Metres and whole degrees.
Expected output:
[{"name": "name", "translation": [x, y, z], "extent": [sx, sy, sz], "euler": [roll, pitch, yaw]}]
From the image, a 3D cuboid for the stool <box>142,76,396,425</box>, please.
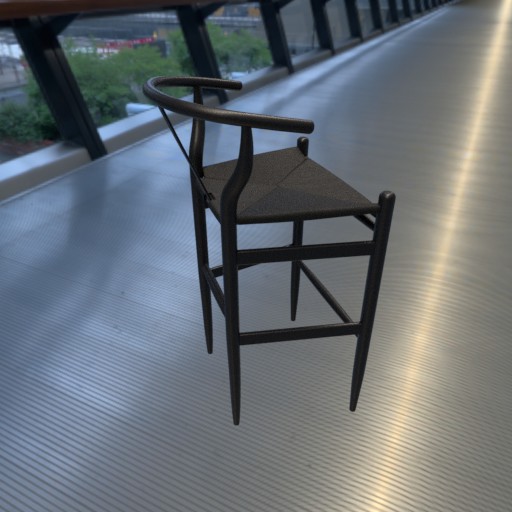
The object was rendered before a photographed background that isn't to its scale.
[{"name": "stool", "translation": [0.000, 0.000, 1.425], "extent": [0.579, 1.072, 0.569], "euler": [-10, 32, -16]}]
